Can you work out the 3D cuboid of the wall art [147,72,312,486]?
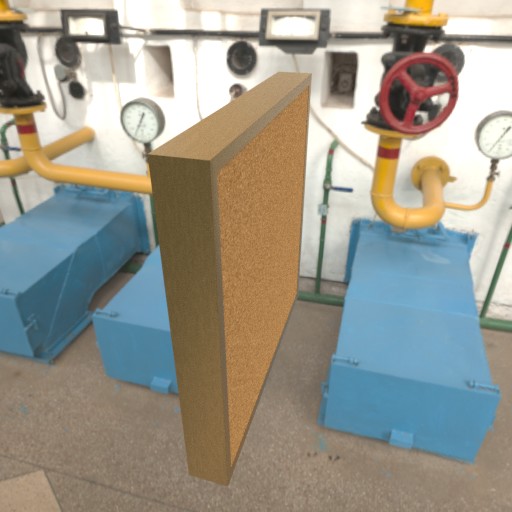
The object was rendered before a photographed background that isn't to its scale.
[{"bbox_3d":[0.000,0.000,0.451,0.038,0.305,0.304,9,32,14],"label":"wall art"}]
